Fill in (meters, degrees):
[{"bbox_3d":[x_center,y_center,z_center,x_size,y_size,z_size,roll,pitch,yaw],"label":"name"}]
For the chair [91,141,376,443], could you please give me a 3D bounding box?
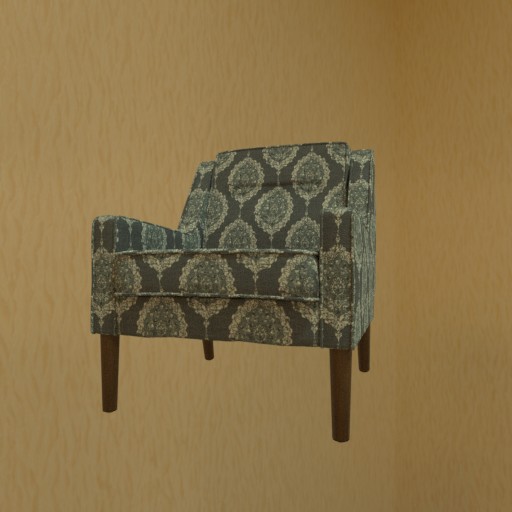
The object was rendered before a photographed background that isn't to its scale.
[{"bbox_3d":[0.000,0.000,1.331,0.663,0.792,0.743,0,-1,18],"label":"chair"}]
